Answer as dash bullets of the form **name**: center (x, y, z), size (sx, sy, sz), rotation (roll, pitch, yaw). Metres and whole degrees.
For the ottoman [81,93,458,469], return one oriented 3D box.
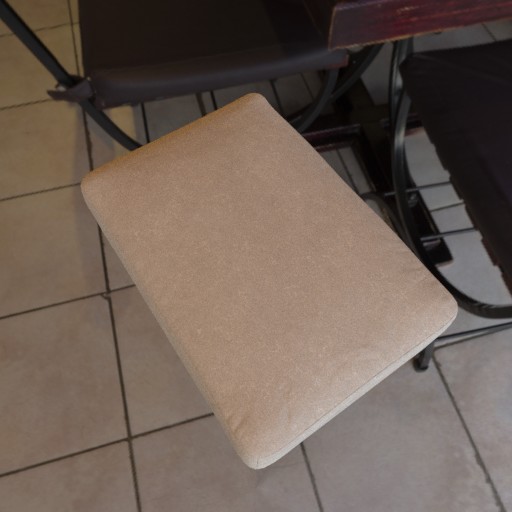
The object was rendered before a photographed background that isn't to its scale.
- **ottoman**: center (0.000, 0.000, 1.631), size (0.840, 0.429, 1.199), rotation (-31, 67, -15)
